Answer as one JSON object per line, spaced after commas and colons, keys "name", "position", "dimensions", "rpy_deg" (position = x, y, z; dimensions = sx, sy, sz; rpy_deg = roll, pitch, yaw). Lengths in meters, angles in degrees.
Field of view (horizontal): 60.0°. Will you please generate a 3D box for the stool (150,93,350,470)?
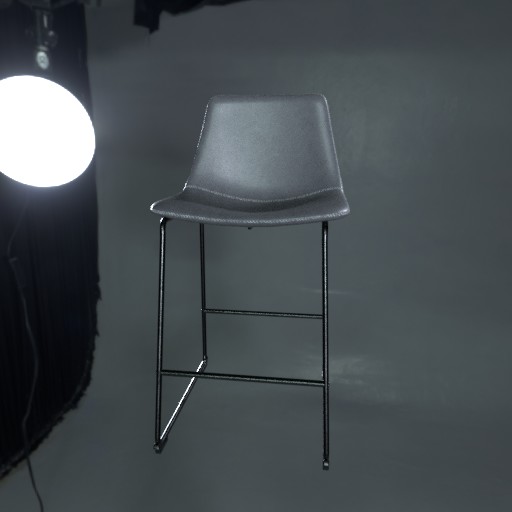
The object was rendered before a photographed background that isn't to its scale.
{"name": "stool", "position": [0.000, 0.000, 1.194], "dimensions": [0.470, 0.876, 0.546], "rpy_deg": [2, 14, 8]}
